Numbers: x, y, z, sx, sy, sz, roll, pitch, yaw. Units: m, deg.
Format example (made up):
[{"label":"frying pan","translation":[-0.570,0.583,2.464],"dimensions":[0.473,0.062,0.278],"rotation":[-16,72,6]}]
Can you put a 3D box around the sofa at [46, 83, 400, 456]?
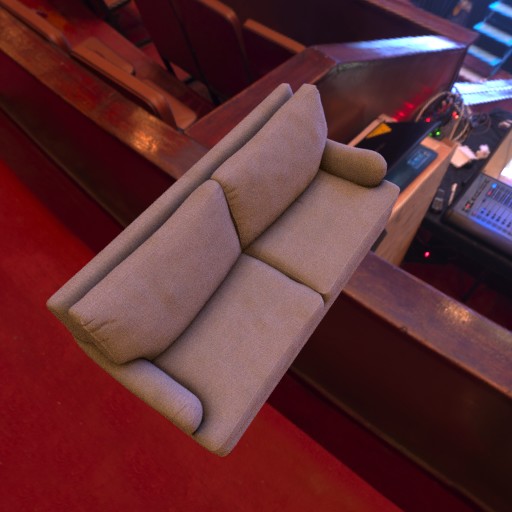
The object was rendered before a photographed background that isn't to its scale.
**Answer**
[{"label":"sofa","translation":[0.000,0.000,2.836],"dimensions":[1.069,1.096,2.193],"rotation":[31,62,18]}]
